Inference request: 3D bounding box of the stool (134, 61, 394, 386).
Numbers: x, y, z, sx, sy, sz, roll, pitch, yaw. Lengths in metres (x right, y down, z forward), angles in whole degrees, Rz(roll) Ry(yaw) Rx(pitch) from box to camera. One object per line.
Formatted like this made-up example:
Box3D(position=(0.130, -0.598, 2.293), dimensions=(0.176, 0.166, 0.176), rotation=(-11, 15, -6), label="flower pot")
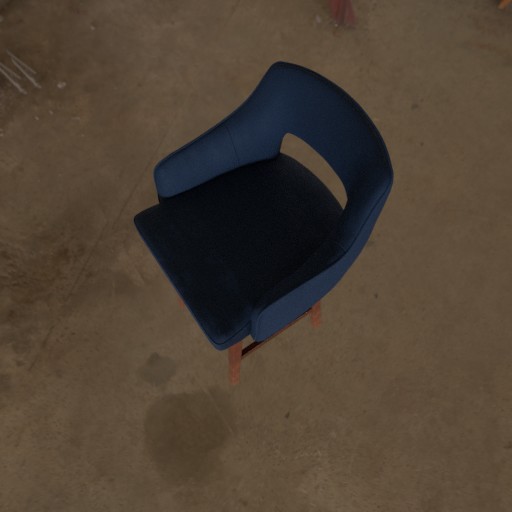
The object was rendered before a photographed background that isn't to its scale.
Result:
Box3D(position=(0.000, 0.000, 1.418), dimensions=(0.560, 1.041, 0.550), rotation=(-32, 68, -14), label="stool")
